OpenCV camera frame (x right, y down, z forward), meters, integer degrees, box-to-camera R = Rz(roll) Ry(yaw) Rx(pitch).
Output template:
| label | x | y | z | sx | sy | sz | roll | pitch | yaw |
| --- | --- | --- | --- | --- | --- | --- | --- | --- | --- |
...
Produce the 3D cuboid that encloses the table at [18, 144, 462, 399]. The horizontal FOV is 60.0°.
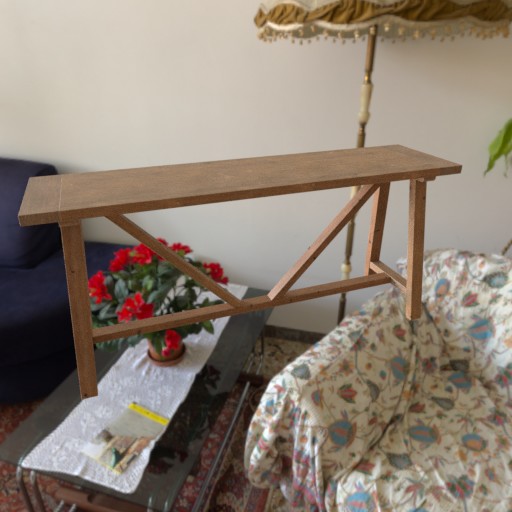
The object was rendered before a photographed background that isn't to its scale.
| label | x | y | z | sx | sy | sz | roll | pitch | yaw |
| --- | --- | --- | --- | --- | --- | --- | --- | --- | --- |
| table | 0.000 | 0.000 | 2.075 | 1.800 | 0.810 | 0.465 | -9 | 28 | -18 |
